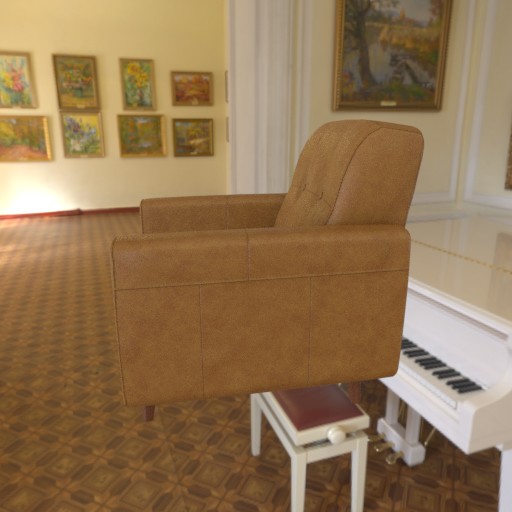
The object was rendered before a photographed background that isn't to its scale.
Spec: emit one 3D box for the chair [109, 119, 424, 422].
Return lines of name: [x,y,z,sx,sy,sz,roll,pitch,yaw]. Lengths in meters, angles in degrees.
chair: [0.000,0.000,1.643,0.942,0.968,0.845,-2,16,-8]
